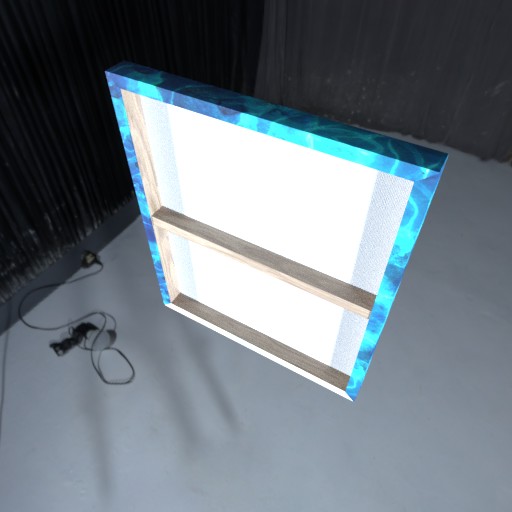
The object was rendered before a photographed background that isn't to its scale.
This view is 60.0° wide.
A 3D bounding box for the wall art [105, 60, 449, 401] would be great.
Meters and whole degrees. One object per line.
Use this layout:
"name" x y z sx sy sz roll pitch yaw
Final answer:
"wall art" 0.000 0.000 0.699 0.432 0.508 0.038 23 51 20
